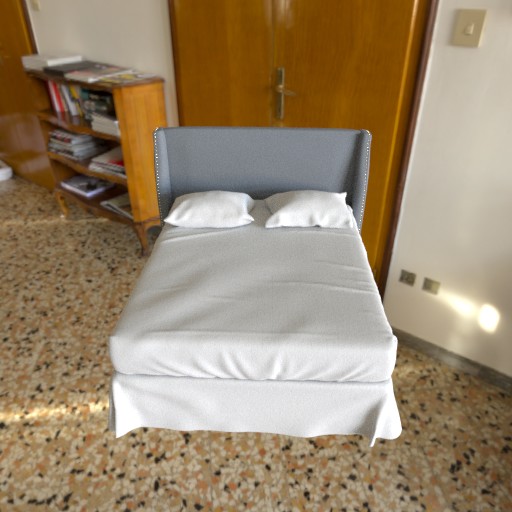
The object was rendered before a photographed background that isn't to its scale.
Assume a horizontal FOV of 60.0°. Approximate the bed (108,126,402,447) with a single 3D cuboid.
[{"bbox_3d":[0.000,0.000,3.326,1.925,1.332,2.276,1,31,2],"label":"bed"}]
